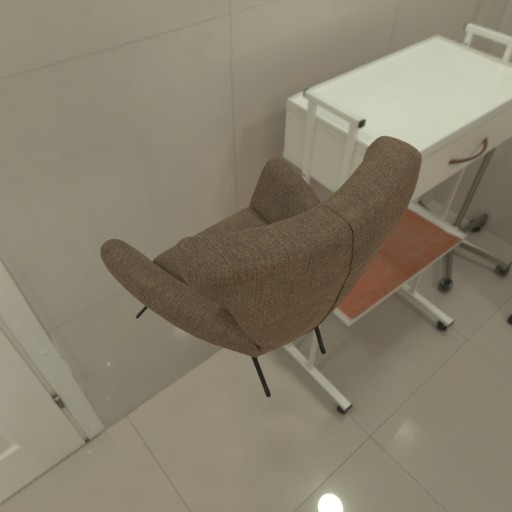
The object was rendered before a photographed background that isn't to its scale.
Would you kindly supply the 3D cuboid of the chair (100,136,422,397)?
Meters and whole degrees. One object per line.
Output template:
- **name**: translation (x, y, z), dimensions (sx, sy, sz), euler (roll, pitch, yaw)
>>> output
- **chair**: translation (0.000, 0.000, 1.798), dimensions (0.980, 1.040, 0.900), euler (-32, 54, -26)
